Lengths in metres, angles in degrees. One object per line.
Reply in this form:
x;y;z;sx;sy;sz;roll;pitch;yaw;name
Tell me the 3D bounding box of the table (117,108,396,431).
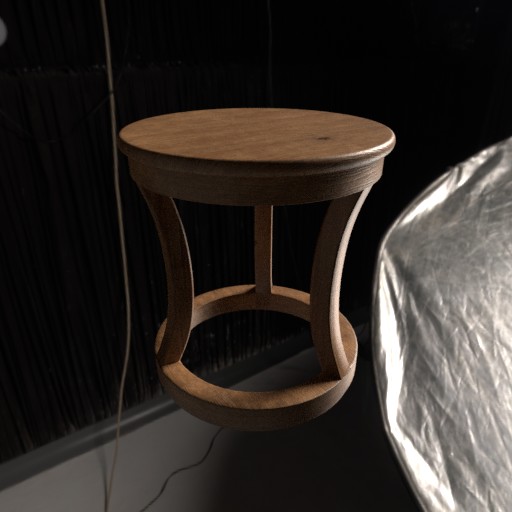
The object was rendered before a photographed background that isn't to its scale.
0.000;0.000;0.810;0.432;0.460;0.432;0;26;0;table
